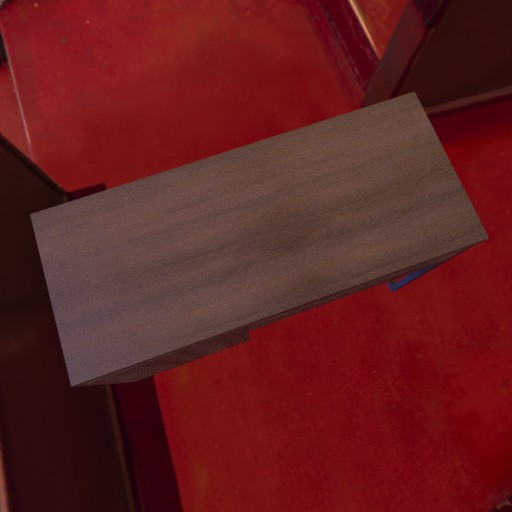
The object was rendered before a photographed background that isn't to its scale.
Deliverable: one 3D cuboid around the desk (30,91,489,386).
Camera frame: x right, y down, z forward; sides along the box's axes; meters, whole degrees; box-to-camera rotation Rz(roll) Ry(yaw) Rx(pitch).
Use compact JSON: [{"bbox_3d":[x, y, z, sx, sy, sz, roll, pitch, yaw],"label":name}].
[{"bbox_3d":[0.000,0.000,1.552,1.134,0.752,0.511,-19,76,-5],"label":"desk"}]
